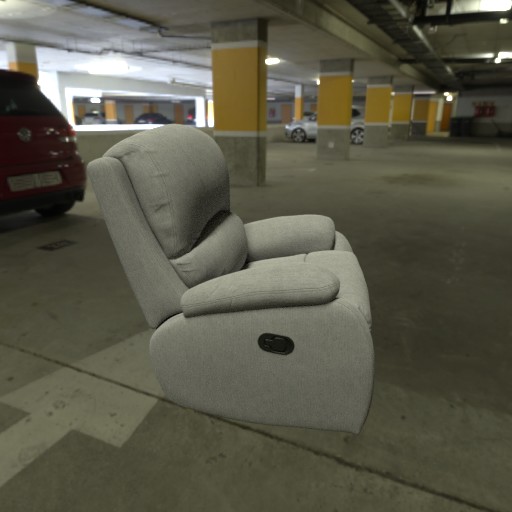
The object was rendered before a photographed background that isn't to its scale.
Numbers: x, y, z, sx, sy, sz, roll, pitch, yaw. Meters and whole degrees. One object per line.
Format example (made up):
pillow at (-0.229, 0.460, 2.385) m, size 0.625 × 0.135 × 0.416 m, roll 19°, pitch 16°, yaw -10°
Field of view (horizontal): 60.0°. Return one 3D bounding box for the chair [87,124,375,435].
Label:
chair at (0.000, 0.000, 1.772) m, size 0.899 × 1.011 × 0.930 m, roll 3°, pitch 17°, yaw 8°
